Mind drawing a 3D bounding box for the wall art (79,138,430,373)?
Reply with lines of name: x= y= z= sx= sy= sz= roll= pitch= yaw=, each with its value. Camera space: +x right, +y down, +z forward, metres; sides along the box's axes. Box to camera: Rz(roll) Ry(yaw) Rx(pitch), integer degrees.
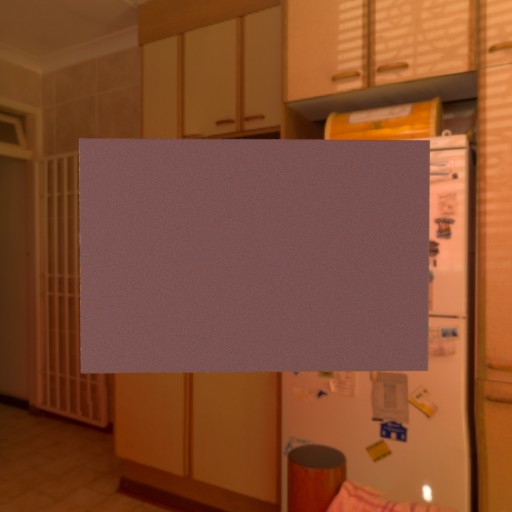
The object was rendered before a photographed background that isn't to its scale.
wall art: x=0.000 y=0.000 z=0.792 sx=0.610 sy=0.406 sz=0.037 roll=0 pitch=1 yaw=-1
